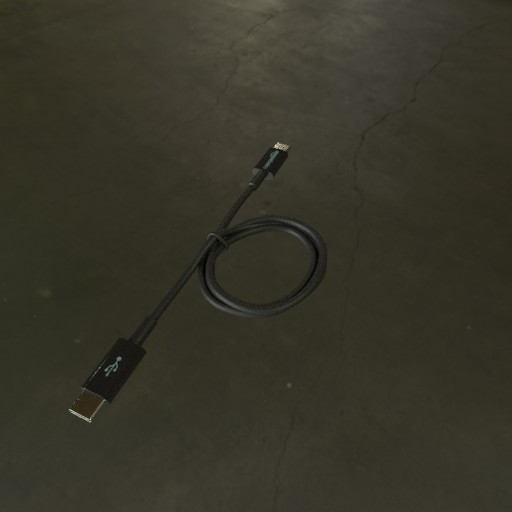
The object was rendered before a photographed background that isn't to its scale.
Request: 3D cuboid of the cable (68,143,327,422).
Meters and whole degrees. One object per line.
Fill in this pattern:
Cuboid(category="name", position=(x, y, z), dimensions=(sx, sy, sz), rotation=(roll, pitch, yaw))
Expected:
Cuboid(category="cable", position=(0.000, 0.000, 0.223), dimensions=(0.070, 0.014, 0.203), rotation=(19, 50, 16))
